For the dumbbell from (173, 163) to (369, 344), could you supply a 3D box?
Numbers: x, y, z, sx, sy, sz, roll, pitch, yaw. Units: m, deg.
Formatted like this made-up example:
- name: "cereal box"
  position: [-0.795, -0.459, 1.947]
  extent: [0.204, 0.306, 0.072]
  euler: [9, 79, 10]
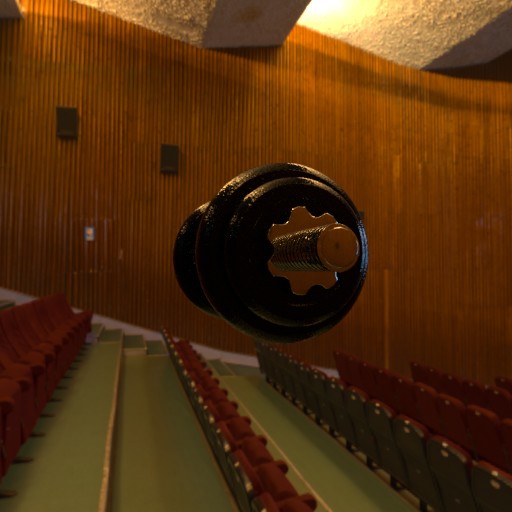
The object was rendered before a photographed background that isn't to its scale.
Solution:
- name: "dumbbell"
  position: [0.000, 0.000, 0.609]
  extent: [0.202, 0.202, 0.497]
  euler: [1, -2, -16]
